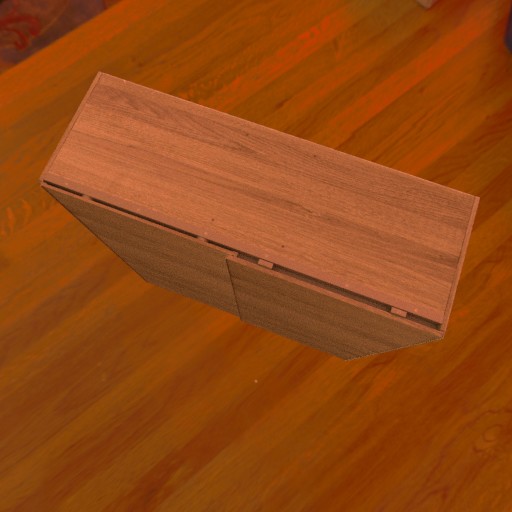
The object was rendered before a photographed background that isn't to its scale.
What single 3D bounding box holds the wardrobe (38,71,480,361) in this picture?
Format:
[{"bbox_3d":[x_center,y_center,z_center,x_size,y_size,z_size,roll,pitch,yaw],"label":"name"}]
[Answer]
[{"bbox_3d":[0.000,0.000,2.810,1.780,1.960,0.629,20,75,5],"label":"wardrobe"}]
